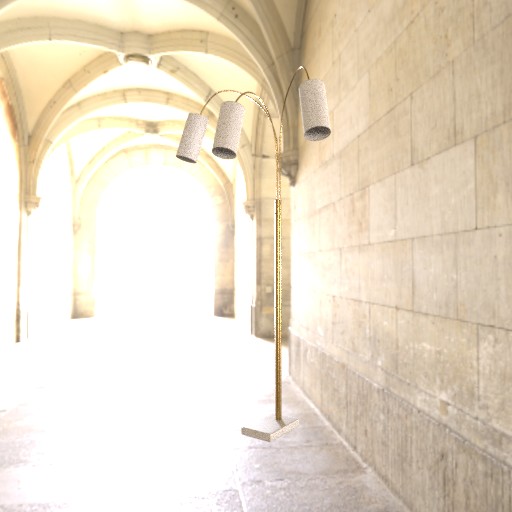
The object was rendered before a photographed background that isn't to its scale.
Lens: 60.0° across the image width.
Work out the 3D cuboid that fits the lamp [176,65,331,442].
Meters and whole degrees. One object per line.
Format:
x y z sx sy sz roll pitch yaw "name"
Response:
0.000 0.000 2.502 1.020 2.055 0.667 -1 -2 36 "lamp"
